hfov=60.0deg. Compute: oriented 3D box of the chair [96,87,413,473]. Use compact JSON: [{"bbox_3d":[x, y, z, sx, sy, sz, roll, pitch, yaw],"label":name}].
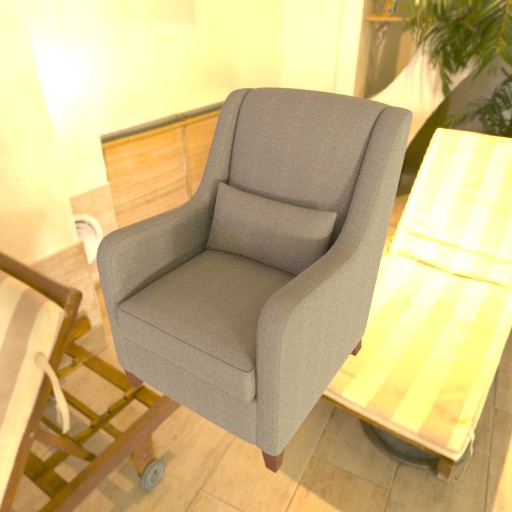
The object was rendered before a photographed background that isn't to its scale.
[{"bbox_3d":[0.000,0.000,1.601,0.715,1.017,0.890,19,36,28],"label":"chair"}]
